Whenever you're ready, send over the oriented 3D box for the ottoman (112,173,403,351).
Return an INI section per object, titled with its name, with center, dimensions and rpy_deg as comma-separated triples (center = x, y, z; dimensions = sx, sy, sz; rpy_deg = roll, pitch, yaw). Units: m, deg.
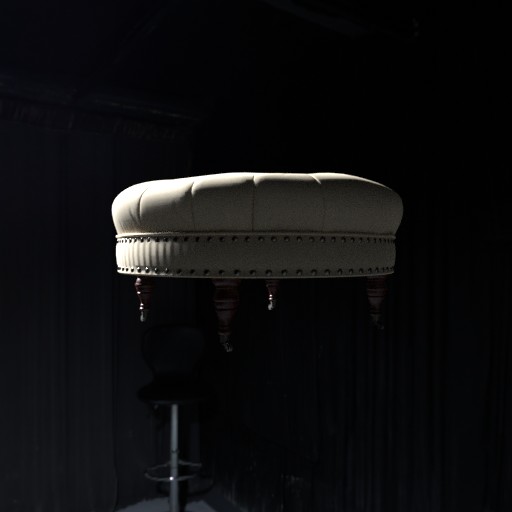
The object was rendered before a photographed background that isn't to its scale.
[ottoman]
center = 0.000, 0.000, 1.420
dimensions = 0.901, 0.439, 0.901
rpy_deg = 0, 0, 0
